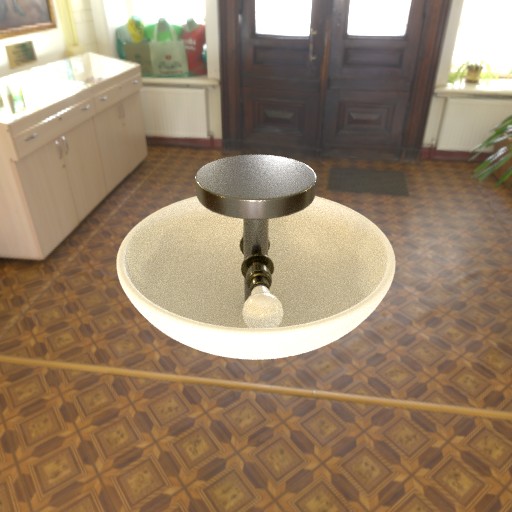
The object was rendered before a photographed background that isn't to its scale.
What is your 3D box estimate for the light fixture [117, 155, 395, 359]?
[{"bbox_3d":[0.000,0.000,0.551,0.330,0.214,0.330,0,32,0],"label":"light fixture"}]
